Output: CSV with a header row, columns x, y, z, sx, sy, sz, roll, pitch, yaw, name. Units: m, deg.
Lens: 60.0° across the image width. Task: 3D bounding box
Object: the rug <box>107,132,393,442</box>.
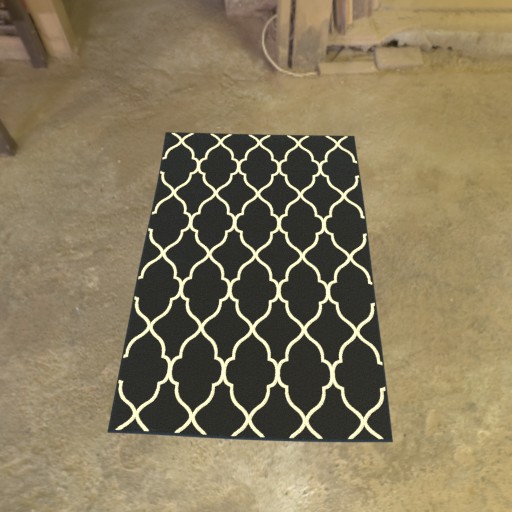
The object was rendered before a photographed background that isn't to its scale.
x,y,z,sx,sy,sz,roll,pitch,yaw,name
0.000,0.000,2.951,1.528,0.014,2.294,1,58,1,rug
